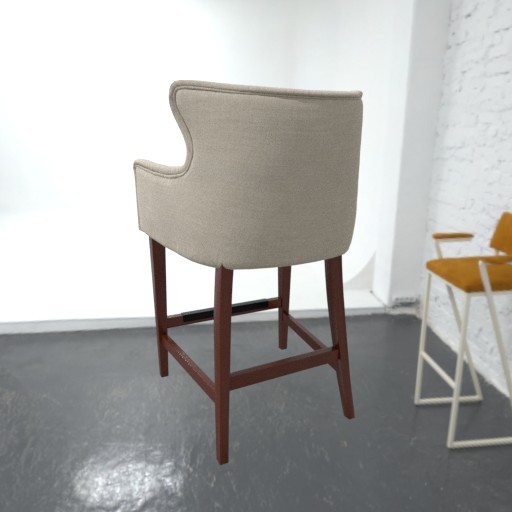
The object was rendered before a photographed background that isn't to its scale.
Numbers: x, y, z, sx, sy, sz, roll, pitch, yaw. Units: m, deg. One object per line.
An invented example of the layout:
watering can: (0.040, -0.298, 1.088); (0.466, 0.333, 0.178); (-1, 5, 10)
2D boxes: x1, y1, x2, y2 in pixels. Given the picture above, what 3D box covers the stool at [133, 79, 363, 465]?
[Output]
stool: (0.000, 0.000, 1.404); (0.615, 0.987, 0.637); (-7, 16, -25)
